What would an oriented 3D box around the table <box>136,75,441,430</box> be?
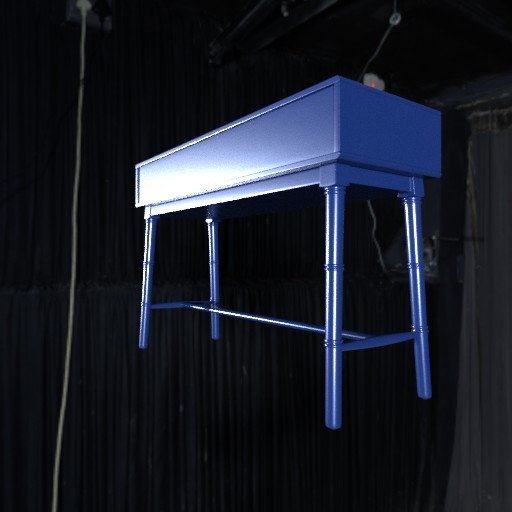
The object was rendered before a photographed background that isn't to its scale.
[{"bbox_3d":[0.000,0.000,1.483,0.399,0.749,1.118,0,0,-37],"label":"table"}]
